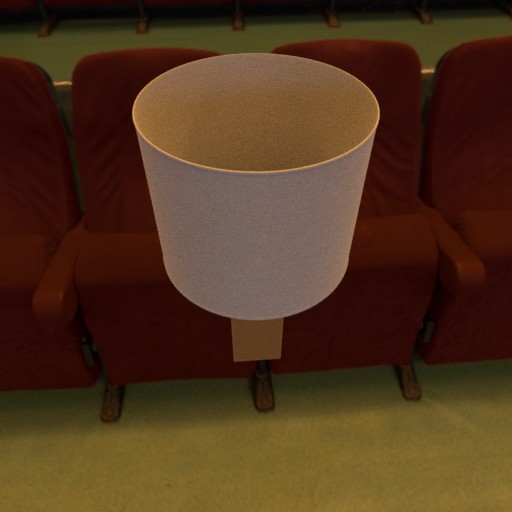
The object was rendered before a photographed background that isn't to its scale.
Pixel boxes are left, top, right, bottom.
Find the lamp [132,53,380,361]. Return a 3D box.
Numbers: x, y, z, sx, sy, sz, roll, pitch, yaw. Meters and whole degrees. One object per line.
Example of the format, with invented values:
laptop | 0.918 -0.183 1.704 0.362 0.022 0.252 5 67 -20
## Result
lamp | 0.000 0.000 0.567 0.229 0.417 0.229 -3 46 -3
